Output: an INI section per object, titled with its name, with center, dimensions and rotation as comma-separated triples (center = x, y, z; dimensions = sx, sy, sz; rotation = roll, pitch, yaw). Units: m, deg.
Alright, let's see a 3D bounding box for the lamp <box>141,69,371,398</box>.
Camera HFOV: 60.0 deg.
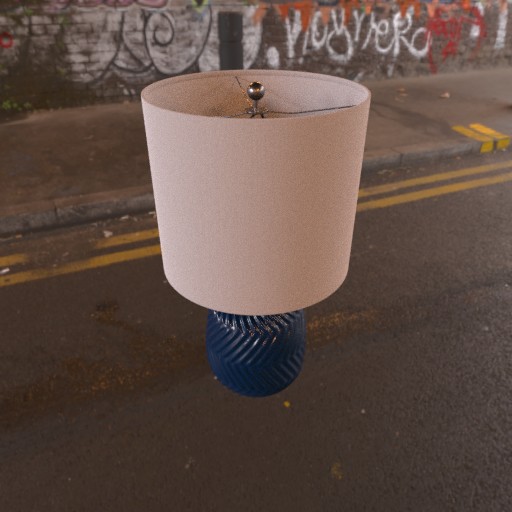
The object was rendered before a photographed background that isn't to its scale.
[lamp]
center = 0.000, 0.000, 0.495
dimensions = 0.203, 0.368, 0.203
rotation = 9, 33, 14
